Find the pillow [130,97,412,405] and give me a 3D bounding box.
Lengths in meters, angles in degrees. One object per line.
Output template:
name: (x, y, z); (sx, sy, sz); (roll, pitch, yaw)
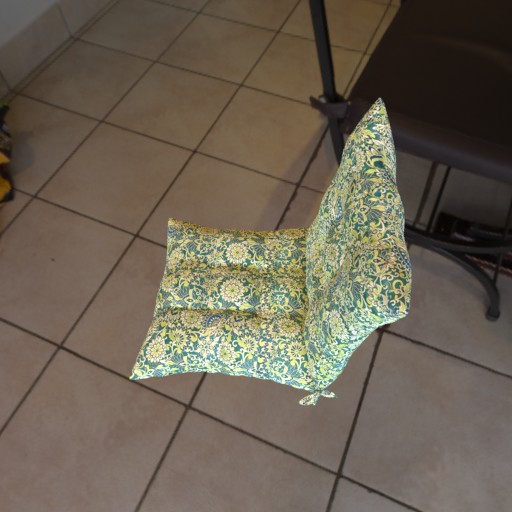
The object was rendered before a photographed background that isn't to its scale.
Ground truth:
pillow: (0.000, 0.000, 1.033); (0.585, 0.536, 0.541); (4, 58, 3)
